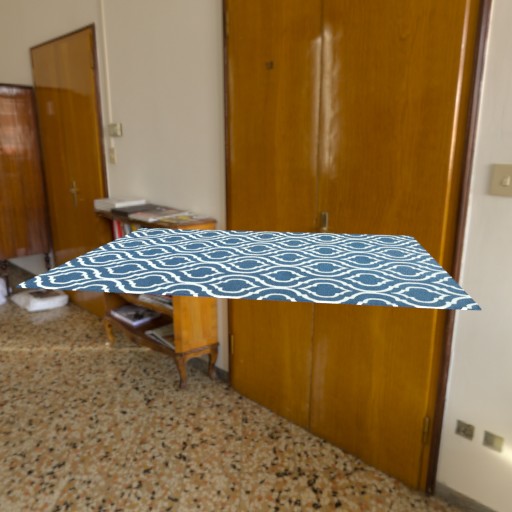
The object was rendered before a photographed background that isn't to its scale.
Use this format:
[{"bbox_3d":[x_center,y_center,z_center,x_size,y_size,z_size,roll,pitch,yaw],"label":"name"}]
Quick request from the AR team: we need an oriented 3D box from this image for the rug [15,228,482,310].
[{"bbox_3d":[0.000,0.000,4.299,3.353,0.010,2.438,2,14,8],"label":"rug"}]
